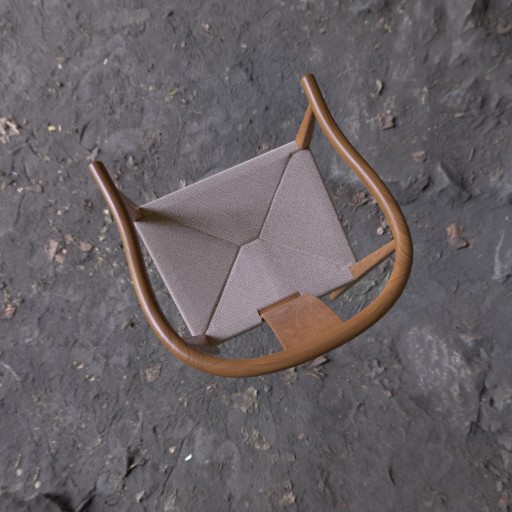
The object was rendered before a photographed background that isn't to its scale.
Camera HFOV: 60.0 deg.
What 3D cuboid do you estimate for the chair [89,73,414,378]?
[{"bbox_3d":[0.000,0.000,1.200,0.556,0.800,0.579,-24,78,-5],"label":"chair"}]
